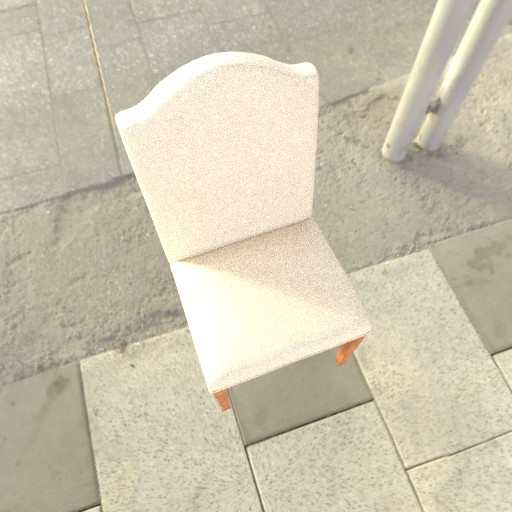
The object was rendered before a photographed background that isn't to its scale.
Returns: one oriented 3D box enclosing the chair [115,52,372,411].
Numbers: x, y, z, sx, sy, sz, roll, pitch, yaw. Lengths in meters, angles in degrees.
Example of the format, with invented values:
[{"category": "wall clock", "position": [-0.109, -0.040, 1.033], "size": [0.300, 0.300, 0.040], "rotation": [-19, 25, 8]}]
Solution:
[{"category": "chair", "position": [0.000, 0.000, 1.382], "size": [0.534, 1.012, 0.648], "rotation": [-19, 64, -9]}]
